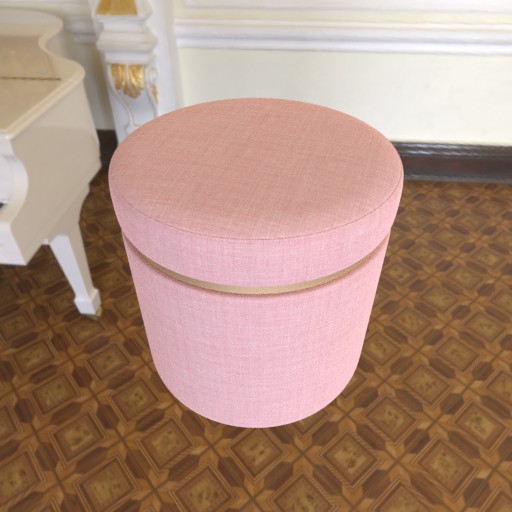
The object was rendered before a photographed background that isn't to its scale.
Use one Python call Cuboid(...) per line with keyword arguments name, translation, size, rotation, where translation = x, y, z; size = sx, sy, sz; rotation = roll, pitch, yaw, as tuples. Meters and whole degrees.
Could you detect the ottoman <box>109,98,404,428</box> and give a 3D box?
Cuboid(name="ottoman", translation=(0.000, 0.000, 0.730), size=(0.400, 0.406, 0.400), rotation=(0, 40, 0))
